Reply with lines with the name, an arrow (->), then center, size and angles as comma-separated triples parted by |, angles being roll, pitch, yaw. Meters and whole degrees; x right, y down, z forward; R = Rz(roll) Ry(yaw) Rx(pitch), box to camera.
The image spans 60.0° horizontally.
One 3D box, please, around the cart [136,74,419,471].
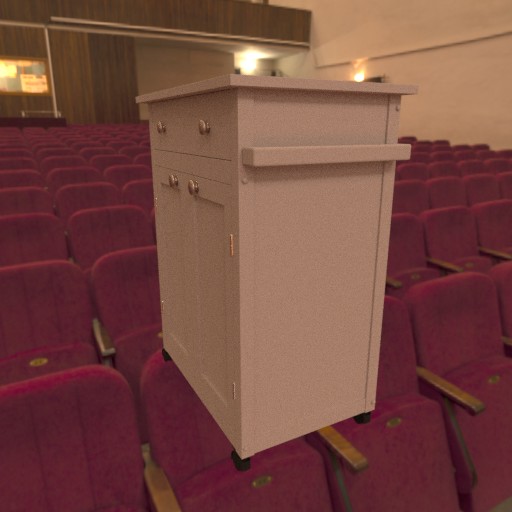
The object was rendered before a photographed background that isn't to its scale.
cart -> 0.000, 0.000, 1.240 | 0.442, 0.864, 0.683 | -8, 18, -27
